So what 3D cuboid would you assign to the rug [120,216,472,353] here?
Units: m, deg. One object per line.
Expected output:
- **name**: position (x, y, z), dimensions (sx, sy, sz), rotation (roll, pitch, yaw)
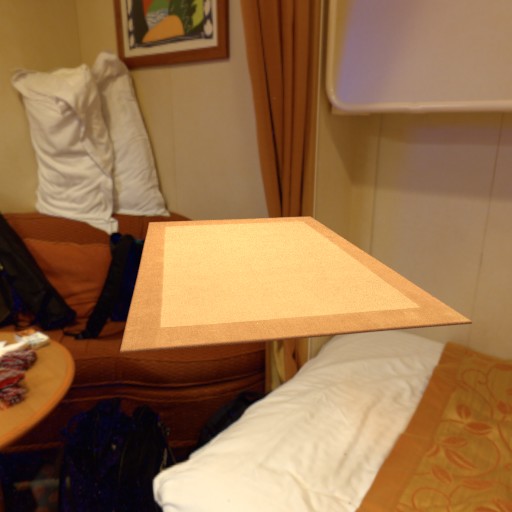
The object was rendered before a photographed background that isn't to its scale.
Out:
- **rug**: position (0.000, 0.000, 3.001), dimensions (1.524, 0.014, 2.438), rotation (-3, 17, -10)
